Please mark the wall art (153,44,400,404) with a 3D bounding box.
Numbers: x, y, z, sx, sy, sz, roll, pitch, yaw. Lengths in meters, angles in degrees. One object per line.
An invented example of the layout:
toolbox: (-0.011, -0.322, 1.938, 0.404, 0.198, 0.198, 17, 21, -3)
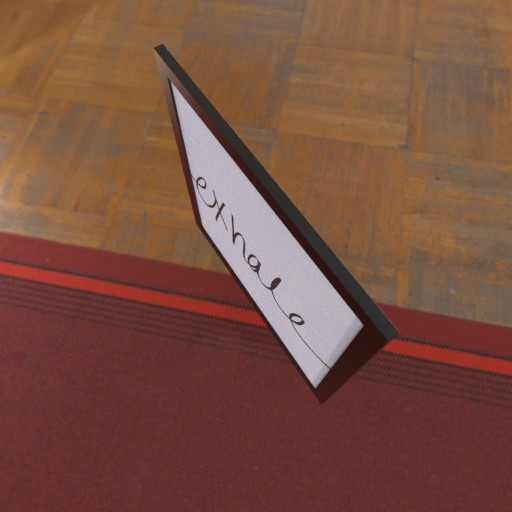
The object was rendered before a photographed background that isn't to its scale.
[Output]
wall art: (0.000, 0.000, 0.676, 0.014, 0.445, 0.446, -31, 68, -14)
